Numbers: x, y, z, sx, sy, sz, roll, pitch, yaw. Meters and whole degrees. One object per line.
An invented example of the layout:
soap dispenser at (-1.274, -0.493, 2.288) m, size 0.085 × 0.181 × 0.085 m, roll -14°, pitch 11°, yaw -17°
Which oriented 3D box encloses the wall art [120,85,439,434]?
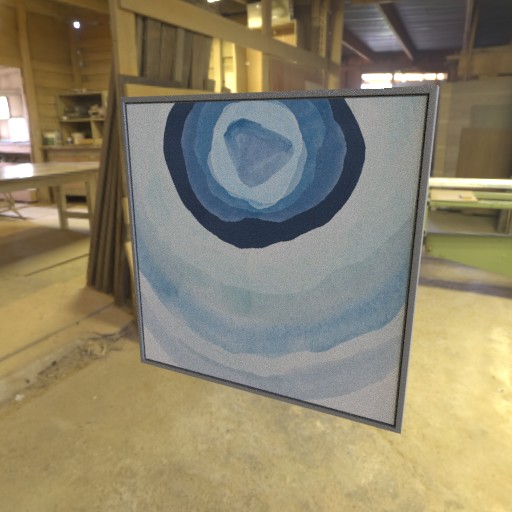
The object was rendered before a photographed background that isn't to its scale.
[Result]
wall art at (0.000, 0.000, 1.165) m, size 0.809 × 0.807 × 0.038 m, roll 8°, pitch 18°, yaw 25°
